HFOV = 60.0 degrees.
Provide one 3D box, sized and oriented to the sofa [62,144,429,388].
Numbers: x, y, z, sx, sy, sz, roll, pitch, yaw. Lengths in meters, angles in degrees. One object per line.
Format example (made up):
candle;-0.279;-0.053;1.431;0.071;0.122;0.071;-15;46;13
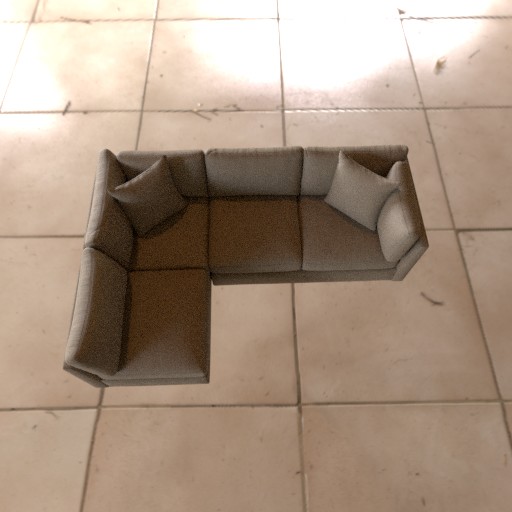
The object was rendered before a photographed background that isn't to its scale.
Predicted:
sofa;0.000;0.000;3.863;2.896;0.978;1.994;-2;62;-1
